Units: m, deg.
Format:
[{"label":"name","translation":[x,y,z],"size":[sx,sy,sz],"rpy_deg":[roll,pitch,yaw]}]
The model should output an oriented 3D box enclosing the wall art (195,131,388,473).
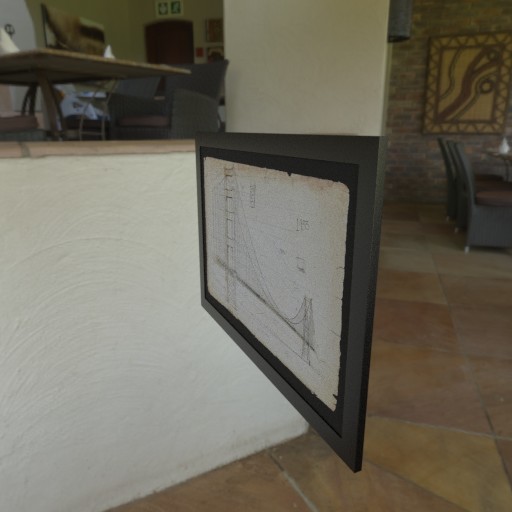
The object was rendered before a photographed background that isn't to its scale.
[{"label":"wall art","translation":[0.000,0.000,0.835],"size":[0.013,0.447,0.660],"rpy_deg":[-7,18,-24]}]
